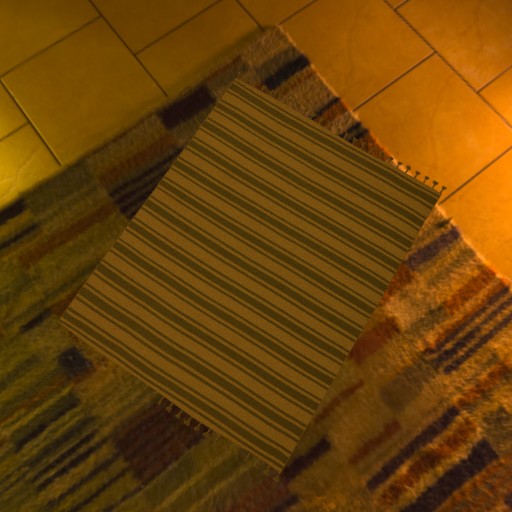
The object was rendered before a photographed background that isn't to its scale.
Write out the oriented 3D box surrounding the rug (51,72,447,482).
[{"bbox_3d":[0.000,0.000,4.207,2.439,0.005,3.201,32,79,7],"label":"rug"}]
